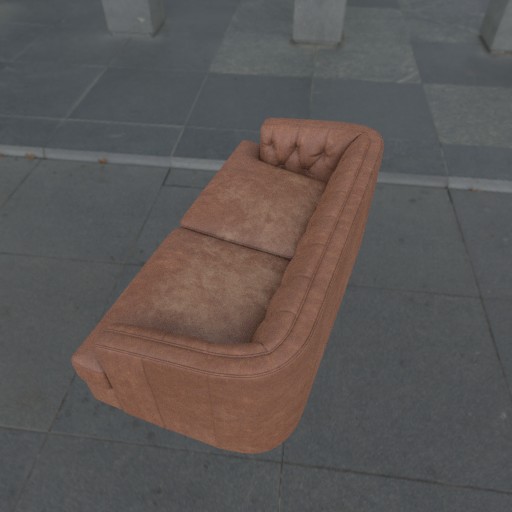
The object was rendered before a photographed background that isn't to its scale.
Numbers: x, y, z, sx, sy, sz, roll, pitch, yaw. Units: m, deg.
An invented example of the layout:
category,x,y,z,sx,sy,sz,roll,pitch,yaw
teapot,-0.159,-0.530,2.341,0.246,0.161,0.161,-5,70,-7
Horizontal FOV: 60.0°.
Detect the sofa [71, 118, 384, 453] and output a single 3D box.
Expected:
category,x,y,z,sx,sy,sz,roll,pitch,yaw
sofa,0.000,0.000,2.246,0.914,0.786,1.755,16,48,15
